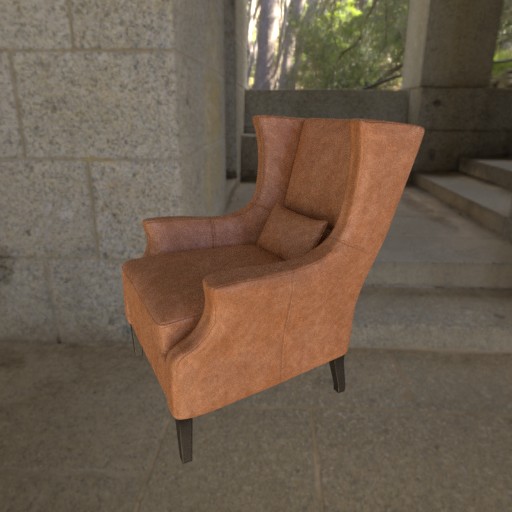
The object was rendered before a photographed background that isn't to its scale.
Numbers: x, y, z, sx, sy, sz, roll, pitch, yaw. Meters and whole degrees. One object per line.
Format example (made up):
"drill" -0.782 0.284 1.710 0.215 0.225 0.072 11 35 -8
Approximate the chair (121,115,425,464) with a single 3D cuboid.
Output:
"chair" 0.000 0.000 1.697 0.926 1.016 0.853 -9 21 -25
